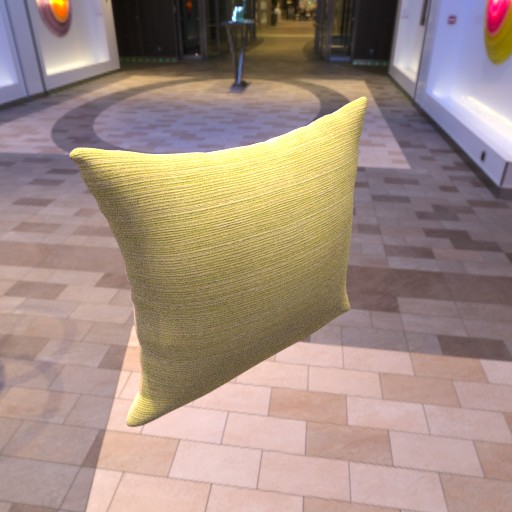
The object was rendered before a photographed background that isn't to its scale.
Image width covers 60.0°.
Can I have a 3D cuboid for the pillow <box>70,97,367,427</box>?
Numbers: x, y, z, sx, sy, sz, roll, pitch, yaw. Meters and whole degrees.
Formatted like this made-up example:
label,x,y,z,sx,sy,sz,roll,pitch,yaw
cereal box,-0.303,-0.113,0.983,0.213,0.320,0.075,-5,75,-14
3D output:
label,x,y,z,sx,sy,sz,roll,pitch,yaw
pillow,0.000,0.000,0.787,0.560,0.487,0.229,-21,36,-33
